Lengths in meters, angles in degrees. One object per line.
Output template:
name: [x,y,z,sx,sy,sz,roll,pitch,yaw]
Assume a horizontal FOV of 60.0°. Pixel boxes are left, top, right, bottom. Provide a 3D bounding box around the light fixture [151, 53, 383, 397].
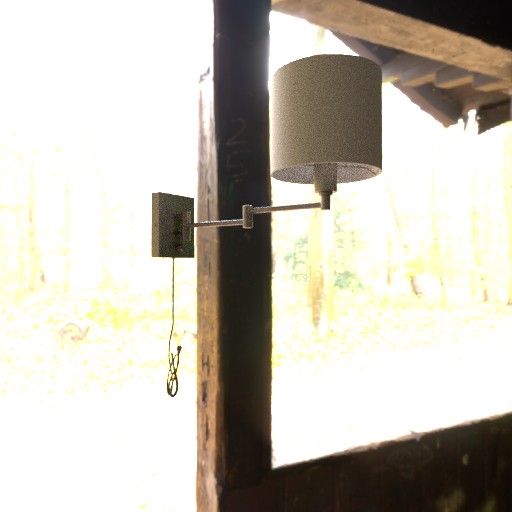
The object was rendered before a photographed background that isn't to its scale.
light fixture: [0.000,0.000,0.906,0.516,0.651,0.203,-1,-1,35]
